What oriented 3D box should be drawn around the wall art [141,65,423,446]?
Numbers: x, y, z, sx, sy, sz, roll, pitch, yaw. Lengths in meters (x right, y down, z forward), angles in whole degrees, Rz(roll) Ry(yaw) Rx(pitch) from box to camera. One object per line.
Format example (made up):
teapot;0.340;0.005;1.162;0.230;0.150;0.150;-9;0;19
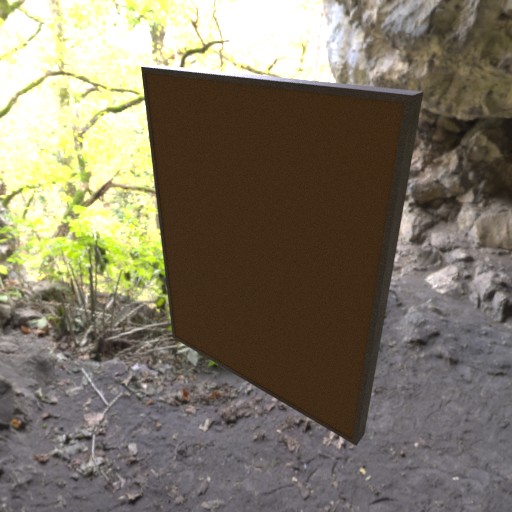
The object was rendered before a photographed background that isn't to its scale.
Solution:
wall art;0.000;0.000;0.690;0.421;0.521;0.032;21;35;33
